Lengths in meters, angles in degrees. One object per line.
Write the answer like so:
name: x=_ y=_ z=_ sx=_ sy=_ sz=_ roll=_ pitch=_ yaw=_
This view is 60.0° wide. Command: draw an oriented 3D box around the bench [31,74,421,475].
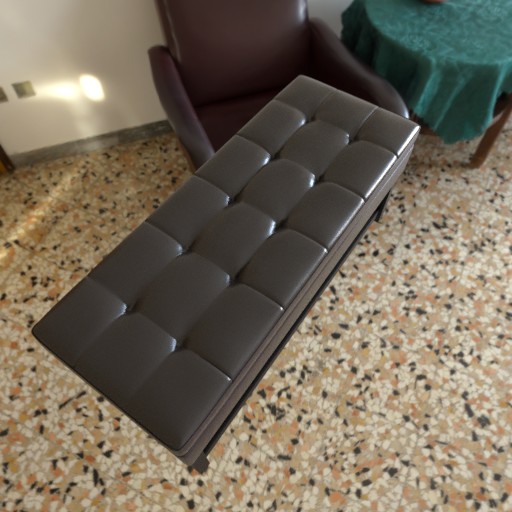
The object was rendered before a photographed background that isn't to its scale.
bench: x=0.000 y=0.000 z=1.300 sx=0.432 sy=0.460 sz=1.105 roll=31 pitch=62 yaw=18
